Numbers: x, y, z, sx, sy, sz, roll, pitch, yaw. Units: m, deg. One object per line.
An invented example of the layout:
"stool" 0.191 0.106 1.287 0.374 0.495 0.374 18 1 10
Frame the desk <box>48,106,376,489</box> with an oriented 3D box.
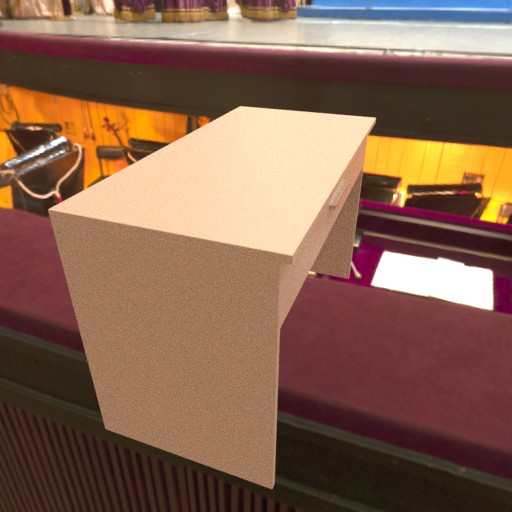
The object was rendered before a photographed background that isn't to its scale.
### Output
"desk" 0.000 0.000 1.515 0.560 0.730 1.100 11 32 18
